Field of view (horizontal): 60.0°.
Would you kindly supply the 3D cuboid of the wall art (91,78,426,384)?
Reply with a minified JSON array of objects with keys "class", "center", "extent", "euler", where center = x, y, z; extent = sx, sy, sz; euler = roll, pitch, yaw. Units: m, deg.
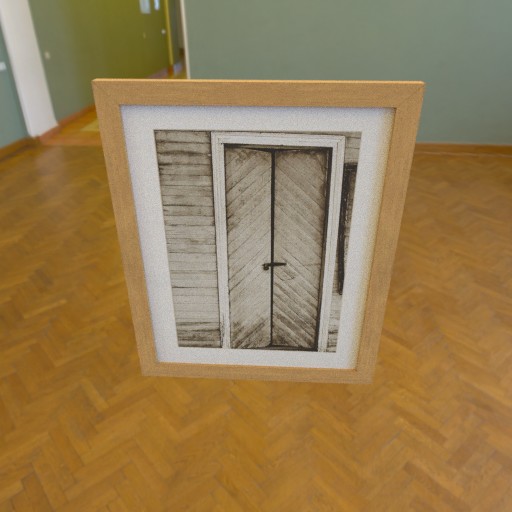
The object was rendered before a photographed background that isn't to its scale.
[{"class":"wall art","center":[0.000,0.000,0.756],"extent":[0.460,0.561,0.020],"euler":[1,30,3]}]
